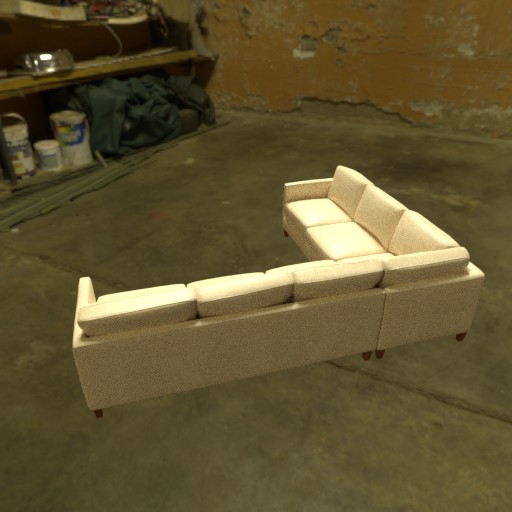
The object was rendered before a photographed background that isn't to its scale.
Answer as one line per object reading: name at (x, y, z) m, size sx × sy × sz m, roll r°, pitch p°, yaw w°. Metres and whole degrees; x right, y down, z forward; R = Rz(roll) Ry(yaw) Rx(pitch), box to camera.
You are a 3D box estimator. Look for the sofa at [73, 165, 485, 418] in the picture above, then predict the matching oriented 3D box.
sofa at (0.000, 0.000, 4.474) m, size 3.302 × 0.947 × 2.593 m, roll -8°, pitch 30°, yaw -14°
